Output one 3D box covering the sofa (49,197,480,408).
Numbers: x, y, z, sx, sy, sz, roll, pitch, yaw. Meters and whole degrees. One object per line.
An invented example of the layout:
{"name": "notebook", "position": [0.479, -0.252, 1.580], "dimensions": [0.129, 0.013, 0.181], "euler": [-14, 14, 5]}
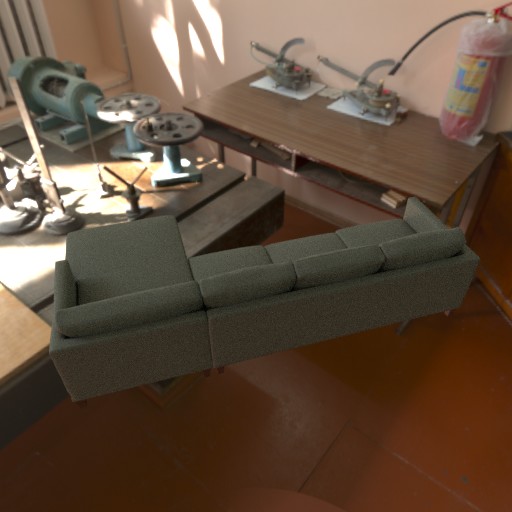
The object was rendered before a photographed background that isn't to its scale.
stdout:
{"name": "sofa", "position": [0.000, 0.000, 3.837], "dimensions": [3.186, 0.861, 1.625], "euler": [-11, 42, -13]}
